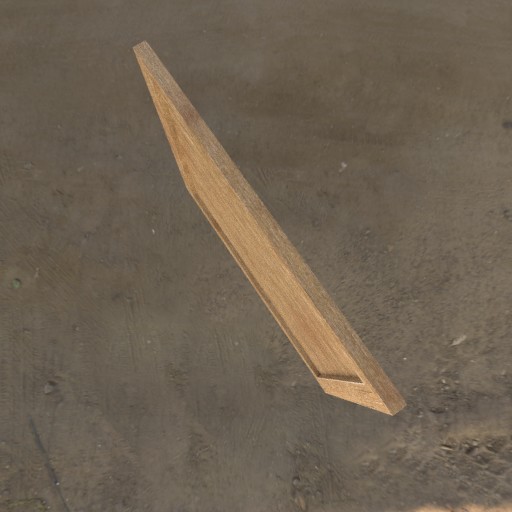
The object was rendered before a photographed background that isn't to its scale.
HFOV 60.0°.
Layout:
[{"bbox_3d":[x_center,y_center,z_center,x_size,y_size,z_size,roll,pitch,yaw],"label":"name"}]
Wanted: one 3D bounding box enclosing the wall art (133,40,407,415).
[{"bbox_3d":[0.000,0.000,0.945,0.026,0.588,0.690,-33,78,-8],"label":"wall art"}]
